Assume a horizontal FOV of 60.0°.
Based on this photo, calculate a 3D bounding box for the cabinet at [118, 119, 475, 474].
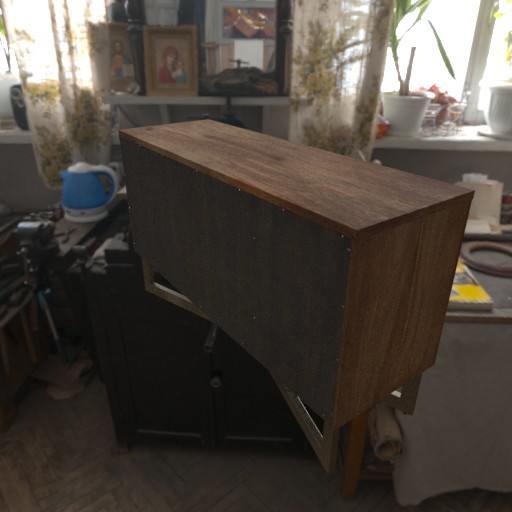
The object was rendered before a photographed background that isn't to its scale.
[{"bbox_3d":[0.000,0.000,1.735,0.480,0.812,1.373,-18,32,-32],"label":"cabinet"}]
